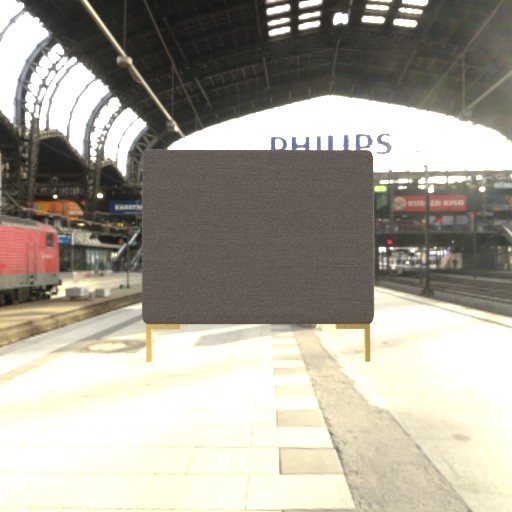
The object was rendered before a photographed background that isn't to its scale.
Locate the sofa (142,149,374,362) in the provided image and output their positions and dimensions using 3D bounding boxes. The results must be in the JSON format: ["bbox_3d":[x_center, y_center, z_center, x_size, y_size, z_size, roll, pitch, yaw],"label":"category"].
[{"bbox_3d":[0.000,0.000,2.274,0.686,0.635,1.981,0,-1,0],"label":"sofa"}]
